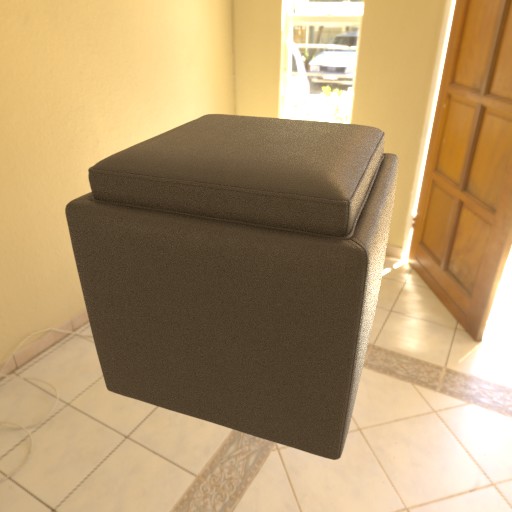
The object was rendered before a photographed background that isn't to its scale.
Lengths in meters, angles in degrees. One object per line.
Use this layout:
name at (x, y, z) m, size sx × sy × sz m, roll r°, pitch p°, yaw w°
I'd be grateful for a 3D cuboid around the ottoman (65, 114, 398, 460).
ottoman at (0.000, 0.000, 0.827) m, size 0.450 × 0.460 × 0.451 m, roll 10°, pitch 30°, yaw 18°
